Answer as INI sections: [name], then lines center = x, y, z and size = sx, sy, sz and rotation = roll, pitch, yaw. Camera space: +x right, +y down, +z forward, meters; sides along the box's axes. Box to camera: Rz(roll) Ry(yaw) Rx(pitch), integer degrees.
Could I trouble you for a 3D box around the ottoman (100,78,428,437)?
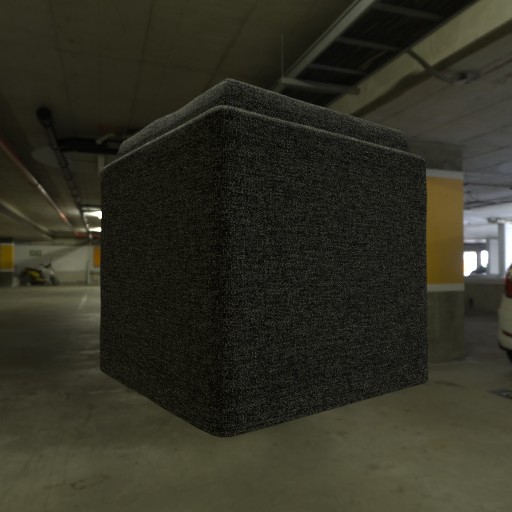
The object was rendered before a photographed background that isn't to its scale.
[ottoman]
center = 0.000, 0.000, 0.826
size = 0.450, 0.463, 0.450
rotation = 1, -2, -37
